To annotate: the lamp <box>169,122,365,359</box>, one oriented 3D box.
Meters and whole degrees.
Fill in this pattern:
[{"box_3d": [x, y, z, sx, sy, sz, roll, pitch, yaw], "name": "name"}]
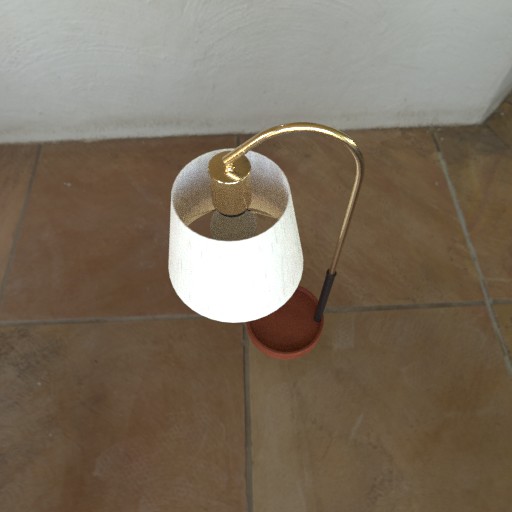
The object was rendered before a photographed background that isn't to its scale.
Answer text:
[{"box_3d": [0.000, 0.000, 0.684, 0.273, 0.536, 0.211, 1, 59, 0], "name": "lamp"}]
